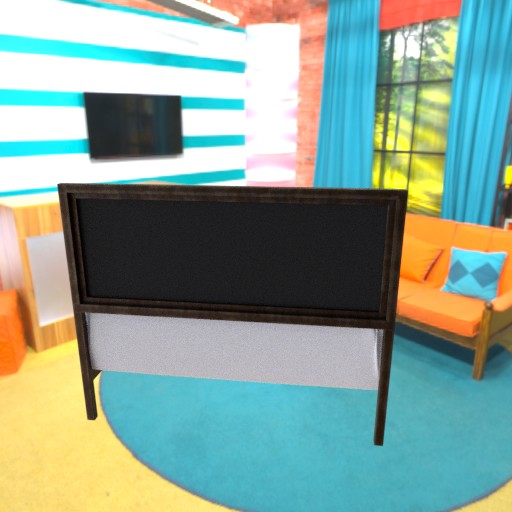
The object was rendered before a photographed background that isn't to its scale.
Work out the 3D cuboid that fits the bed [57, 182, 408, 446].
[{"bbox_3d":[0.000,0.000,3.237,1.607,1.313,2.221,2,17,7],"label":"bed"}]
